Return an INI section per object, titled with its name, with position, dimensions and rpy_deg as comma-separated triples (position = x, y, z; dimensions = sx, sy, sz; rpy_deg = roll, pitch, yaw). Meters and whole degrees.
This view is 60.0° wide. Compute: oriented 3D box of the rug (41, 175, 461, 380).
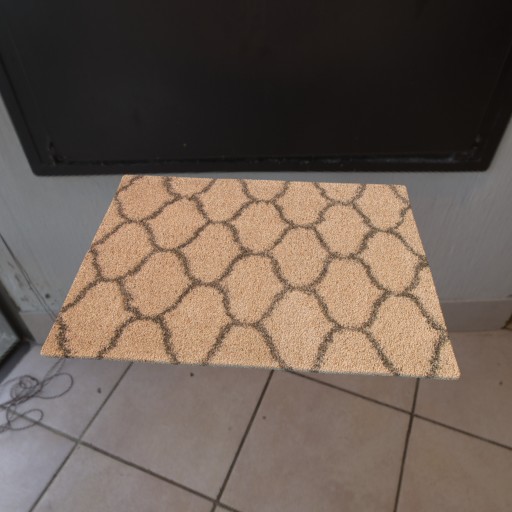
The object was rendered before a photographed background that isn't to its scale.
[rug]
position = 0.000, 0.000, 2.095
dimensions = 1.600, 0.025, 1.200
rpy_deg = 3, 45, 3
